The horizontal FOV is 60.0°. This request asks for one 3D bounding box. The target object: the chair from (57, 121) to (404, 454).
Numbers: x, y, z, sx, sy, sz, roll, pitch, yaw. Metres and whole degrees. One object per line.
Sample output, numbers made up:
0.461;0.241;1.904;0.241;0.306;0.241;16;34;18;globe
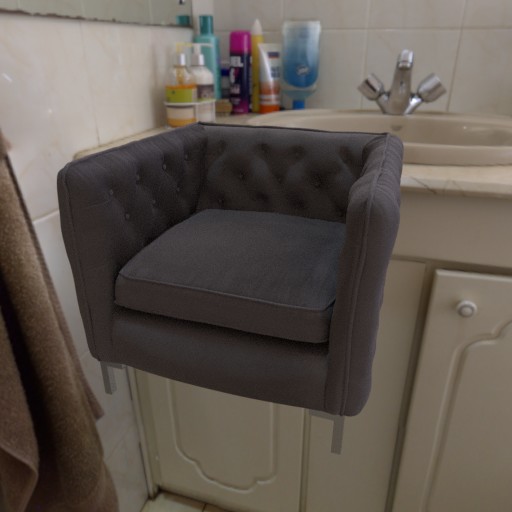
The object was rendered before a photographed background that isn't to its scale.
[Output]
0.000;0.000;1.609;0.946;0.807;0.913;8;26;17;chair
